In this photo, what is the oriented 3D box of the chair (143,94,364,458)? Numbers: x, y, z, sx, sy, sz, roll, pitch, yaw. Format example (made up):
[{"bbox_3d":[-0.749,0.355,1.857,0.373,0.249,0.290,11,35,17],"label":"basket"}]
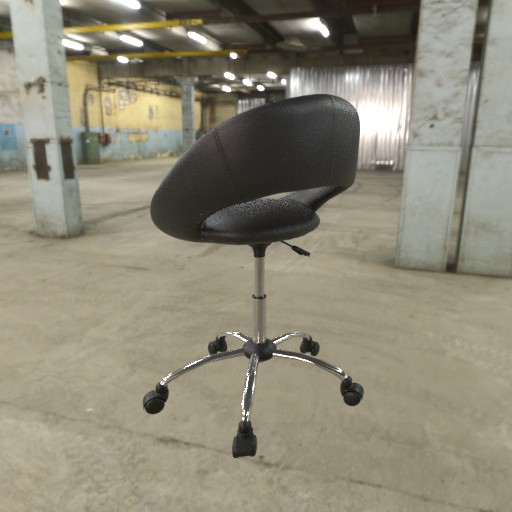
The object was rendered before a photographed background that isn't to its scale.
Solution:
[{"bbox_3d":[0.000,0.000,1.194,0.612,0.791,0.538,-14,20,-43],"label":"chair"}]
